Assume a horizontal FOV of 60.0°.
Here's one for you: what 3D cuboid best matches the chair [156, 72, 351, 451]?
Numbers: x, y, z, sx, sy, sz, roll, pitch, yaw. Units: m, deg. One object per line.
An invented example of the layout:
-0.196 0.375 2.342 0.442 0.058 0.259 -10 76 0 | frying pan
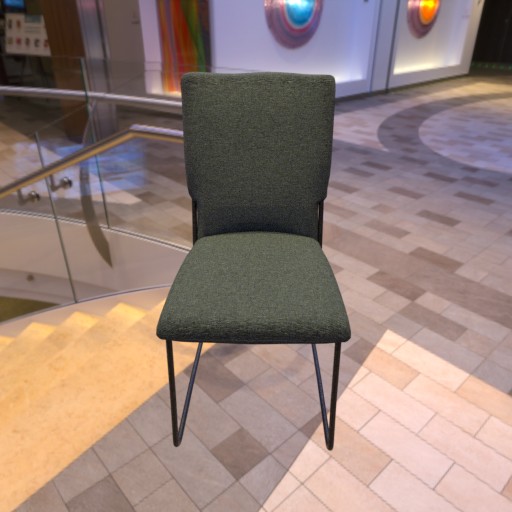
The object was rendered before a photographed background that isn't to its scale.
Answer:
0.000 0.000 1.286 0.480 0.931 0.635 1 29 1 | chair
